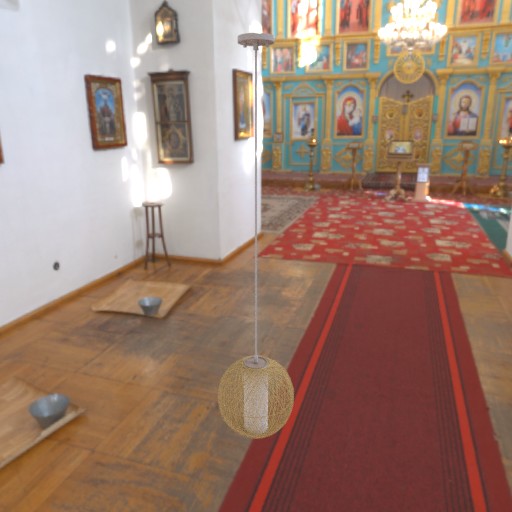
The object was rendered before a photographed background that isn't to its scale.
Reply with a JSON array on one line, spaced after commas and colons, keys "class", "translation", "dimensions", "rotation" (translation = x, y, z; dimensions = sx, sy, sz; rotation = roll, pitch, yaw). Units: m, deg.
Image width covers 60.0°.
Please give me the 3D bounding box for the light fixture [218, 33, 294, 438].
[{"class": "light fixture", "translation": [0.000, 0.000, 2.166], "dimensions": [0.407, 1.955, 0.406], "rotation": [-8, 17, -26]}]
